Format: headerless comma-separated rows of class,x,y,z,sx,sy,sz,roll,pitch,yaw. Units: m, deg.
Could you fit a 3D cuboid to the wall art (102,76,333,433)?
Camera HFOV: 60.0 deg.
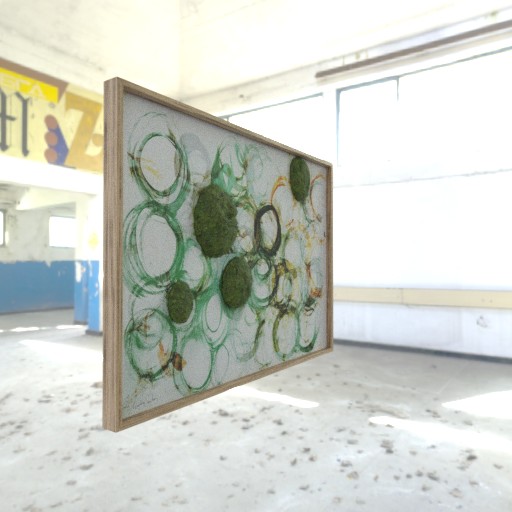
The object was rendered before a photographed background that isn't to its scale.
wall art,0.000,0.000,1.104,0.063,0.609,0.841,0,-1,36
